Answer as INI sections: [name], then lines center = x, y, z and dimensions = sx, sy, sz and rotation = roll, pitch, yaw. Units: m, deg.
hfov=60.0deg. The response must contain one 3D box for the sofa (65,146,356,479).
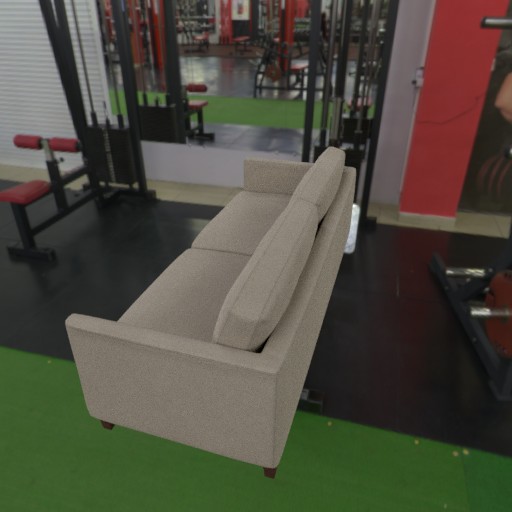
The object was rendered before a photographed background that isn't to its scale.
[sofa]
center = 0.000, 0.000, 2.834
dimensions = 0.988, 0.912, 2.404
rotation = 9, 31, 15
